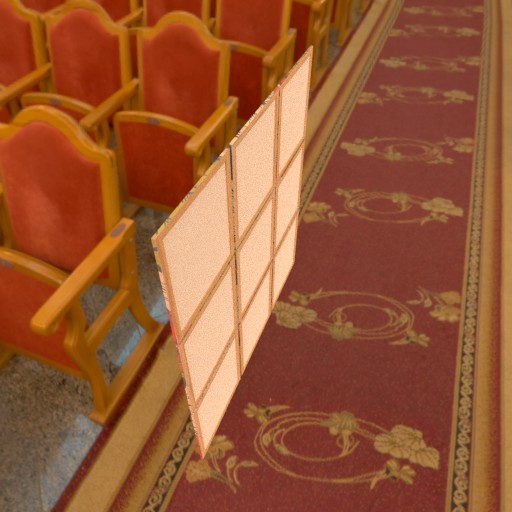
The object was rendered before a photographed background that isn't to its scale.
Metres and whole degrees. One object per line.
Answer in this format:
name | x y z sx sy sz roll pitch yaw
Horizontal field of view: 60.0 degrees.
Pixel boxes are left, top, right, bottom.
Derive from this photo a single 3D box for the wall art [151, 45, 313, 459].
wall art | 0.000 0.000 2.234 0.013 1.534 1.519 15 47 15
